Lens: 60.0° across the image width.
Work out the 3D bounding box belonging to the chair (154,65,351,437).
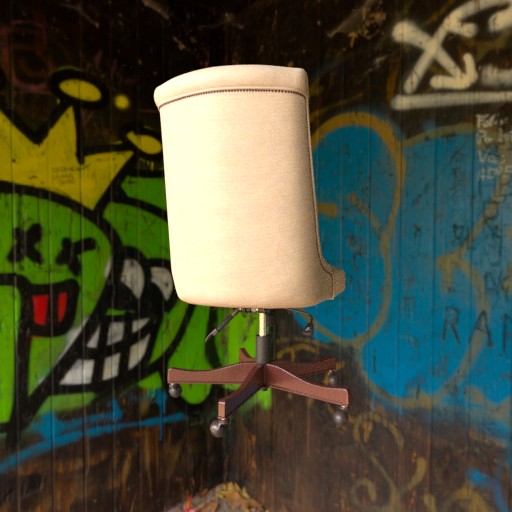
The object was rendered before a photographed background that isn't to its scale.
[{"bbox_3d":[0.000,0.000,1.478,0.645,1.010,0.696,1,2,19],"label":"chair"}]
